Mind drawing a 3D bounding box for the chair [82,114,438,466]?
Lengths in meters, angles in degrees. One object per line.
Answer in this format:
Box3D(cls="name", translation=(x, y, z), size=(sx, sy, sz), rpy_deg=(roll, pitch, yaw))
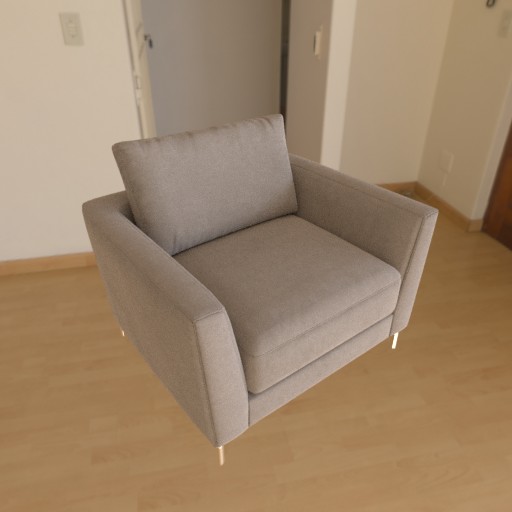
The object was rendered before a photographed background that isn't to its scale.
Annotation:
Box3D(cls="chair", translation=(0.000, 0.000, 1.706), size=(1.041, 0.864, 0.889), rpy_deg=(-22, 37, -31))
